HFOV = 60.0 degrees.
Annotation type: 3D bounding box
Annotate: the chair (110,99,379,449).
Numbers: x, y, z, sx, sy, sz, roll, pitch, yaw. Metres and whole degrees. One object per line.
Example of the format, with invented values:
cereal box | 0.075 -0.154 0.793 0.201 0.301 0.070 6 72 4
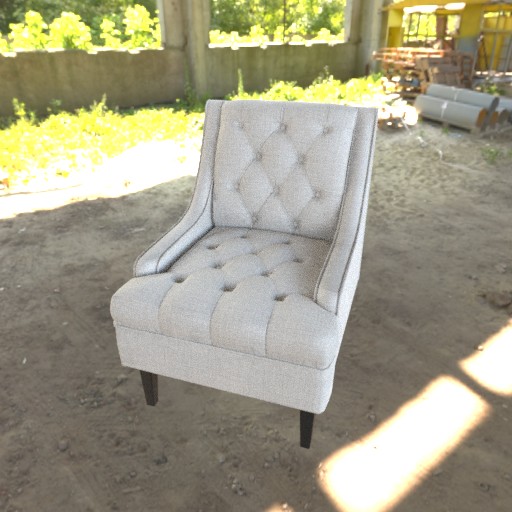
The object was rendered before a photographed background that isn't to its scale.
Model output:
chair | 0.000 0.000 1.460 0.658 0.891 0.772 9 28 17
